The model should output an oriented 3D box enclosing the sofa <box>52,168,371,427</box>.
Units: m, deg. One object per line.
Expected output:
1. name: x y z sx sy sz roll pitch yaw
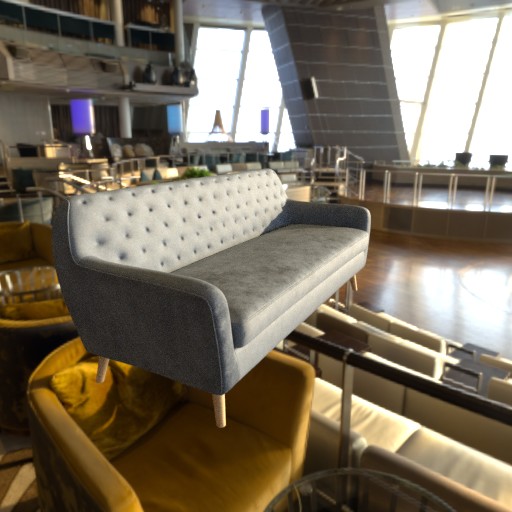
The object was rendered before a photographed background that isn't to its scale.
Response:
1. sofa: 0.000 0.000 2.466 0.841 0.832 1.975 8 17 28
